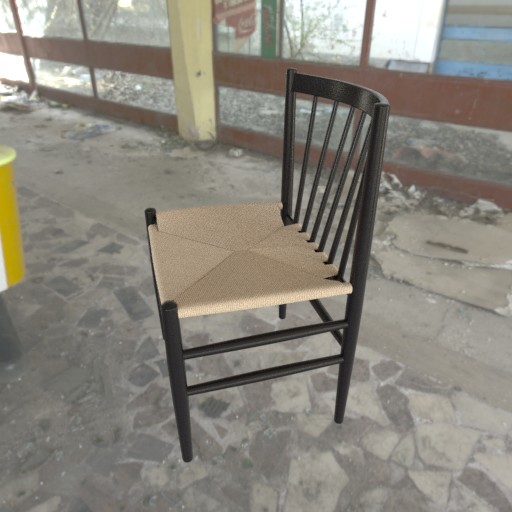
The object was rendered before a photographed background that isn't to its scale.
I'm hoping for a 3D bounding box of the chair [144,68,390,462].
[{"bbox_3d":[0.000,0.000,1.126,0.516,0.818,0.495,-8,31,-14],"label":"chair"}]
